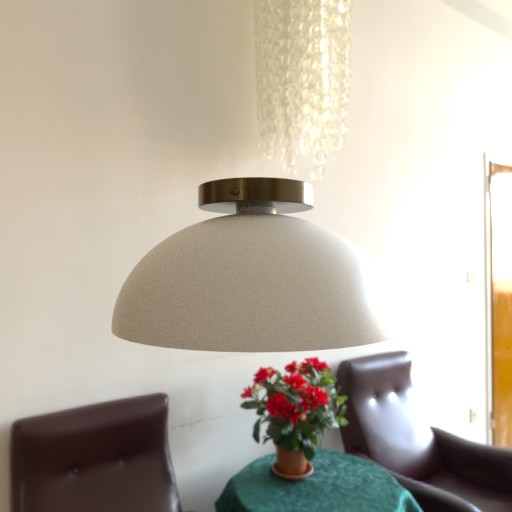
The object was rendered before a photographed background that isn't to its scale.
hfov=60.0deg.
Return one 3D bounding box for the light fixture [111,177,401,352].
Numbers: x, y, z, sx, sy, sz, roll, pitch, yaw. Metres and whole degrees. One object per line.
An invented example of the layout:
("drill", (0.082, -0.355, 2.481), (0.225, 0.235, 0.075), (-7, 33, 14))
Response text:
("light fixture", (0.000, 0.000, 0.573), (0.355, 0.177, 0.355), (0, -1, 0))
